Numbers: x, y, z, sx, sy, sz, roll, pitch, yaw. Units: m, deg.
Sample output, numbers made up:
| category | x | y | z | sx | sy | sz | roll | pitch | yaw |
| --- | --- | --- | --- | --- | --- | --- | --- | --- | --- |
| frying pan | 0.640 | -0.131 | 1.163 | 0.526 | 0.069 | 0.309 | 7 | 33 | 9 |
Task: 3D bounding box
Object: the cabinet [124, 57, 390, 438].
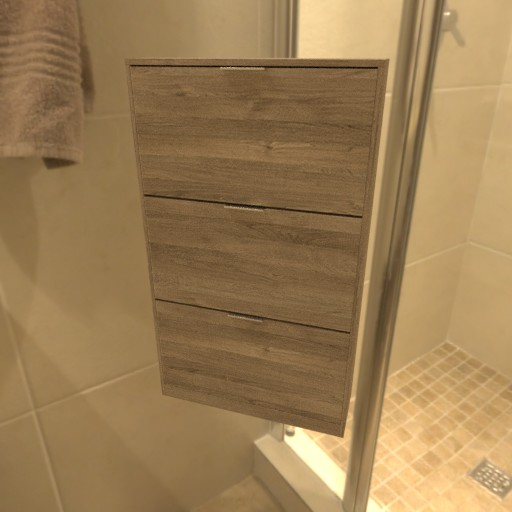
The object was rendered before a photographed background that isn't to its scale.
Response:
| category | x | y | z | sx | sy | sz | roll | pitch | yaw |
| --- | --- | --- | --- | --- | --- | --- | --- | --- | --- |
| cabinet | 0.000 | 0.000 | 1.572 | 0.750 | 1.280 | 0.250 | 8 | 26 | 16 |
